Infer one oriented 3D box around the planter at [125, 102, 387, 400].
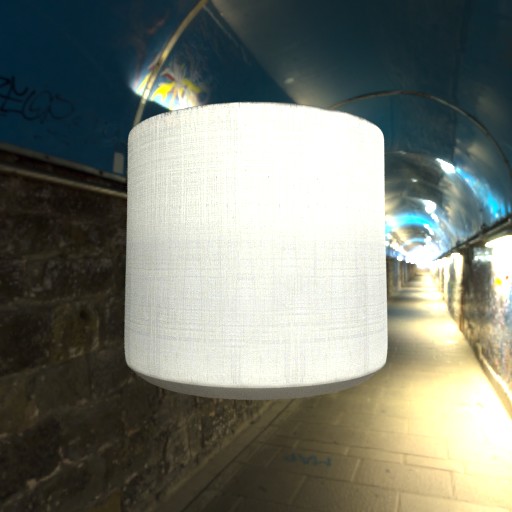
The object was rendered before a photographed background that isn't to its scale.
[{"bbox_3d":[0.000,0.000,0.398,0.226,0.201,0.226,0,-1,0],"label":"planter"}]
